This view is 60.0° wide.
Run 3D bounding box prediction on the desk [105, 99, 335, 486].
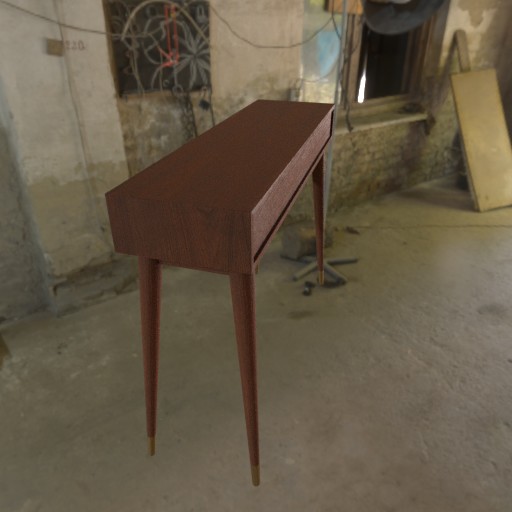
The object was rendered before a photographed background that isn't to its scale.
[{"bbox_3d":[0.000,0.000,1.679,0.384,0.917,1.204,9,31,15],"label":"desk"}]
